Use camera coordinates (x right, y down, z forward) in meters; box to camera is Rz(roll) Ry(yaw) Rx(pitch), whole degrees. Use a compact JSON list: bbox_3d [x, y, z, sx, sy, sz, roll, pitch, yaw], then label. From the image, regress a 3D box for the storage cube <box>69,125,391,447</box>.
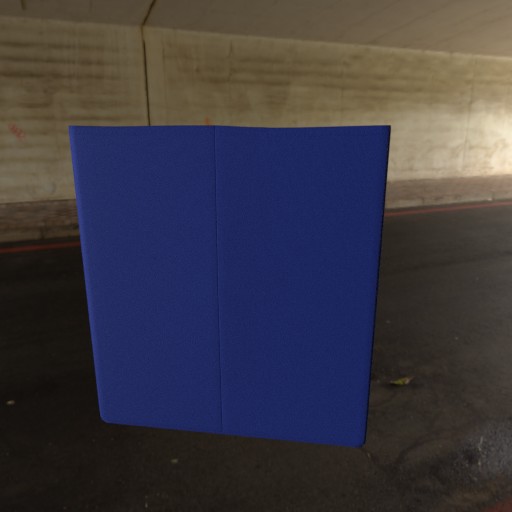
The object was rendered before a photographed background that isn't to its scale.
[{"bbox_3d":[0.000,0.000,0.499,0.270,0.280,0.270,2,16,8],"label":"storage cube"}]
